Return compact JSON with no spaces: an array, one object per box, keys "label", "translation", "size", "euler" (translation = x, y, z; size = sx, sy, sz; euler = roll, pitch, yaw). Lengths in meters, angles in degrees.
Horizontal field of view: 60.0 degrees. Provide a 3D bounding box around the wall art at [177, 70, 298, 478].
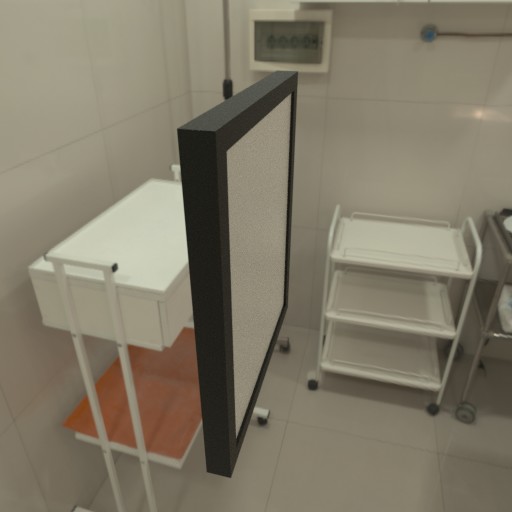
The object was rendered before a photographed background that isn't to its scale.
[{"label":"wall art","translation":[0.000,0.000,0.540],"size":[0.029,0.381,0.330],"euler":[7,30,13]}]
